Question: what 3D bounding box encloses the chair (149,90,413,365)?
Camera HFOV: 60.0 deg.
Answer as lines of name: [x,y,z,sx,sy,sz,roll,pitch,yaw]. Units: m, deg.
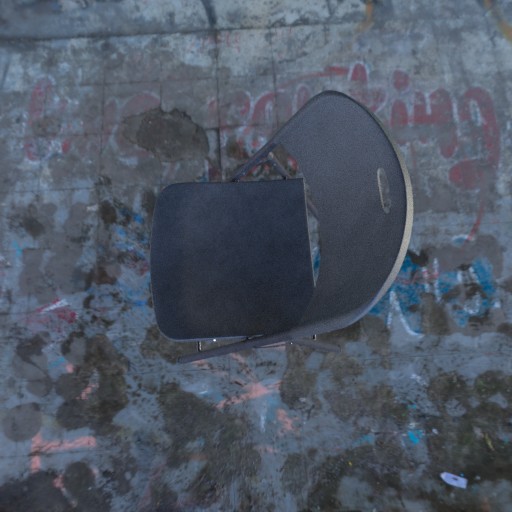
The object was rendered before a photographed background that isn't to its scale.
chair: [0.000,0.000,1.181,0.567,0.810,0.494,-4,74,-1]
